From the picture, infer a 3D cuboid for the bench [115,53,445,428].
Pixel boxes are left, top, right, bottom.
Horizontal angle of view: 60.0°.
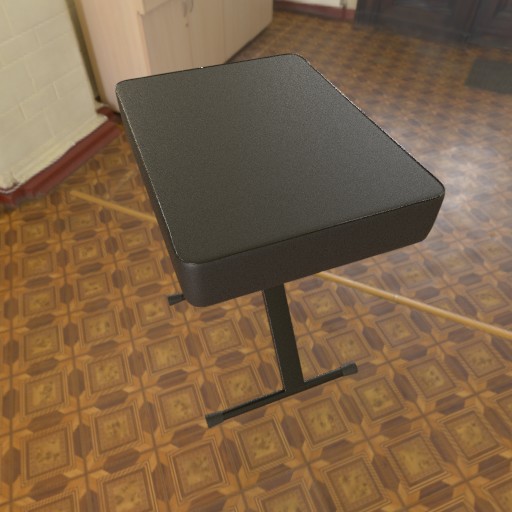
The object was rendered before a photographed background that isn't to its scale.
[{"bbox_3d":[0.000,0.000,0.780,0.321,0.500,0.424,-16,48,-14],"label":"bench"}]
